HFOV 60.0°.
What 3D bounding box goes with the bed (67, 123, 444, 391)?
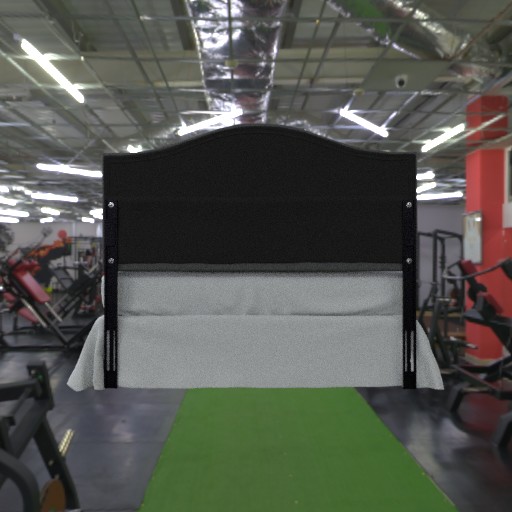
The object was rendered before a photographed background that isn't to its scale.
[{"bbox_3d":[0.000,0.000,3.777,2.314,1.651,2.219,0,0,0],"label":"bed"}]
